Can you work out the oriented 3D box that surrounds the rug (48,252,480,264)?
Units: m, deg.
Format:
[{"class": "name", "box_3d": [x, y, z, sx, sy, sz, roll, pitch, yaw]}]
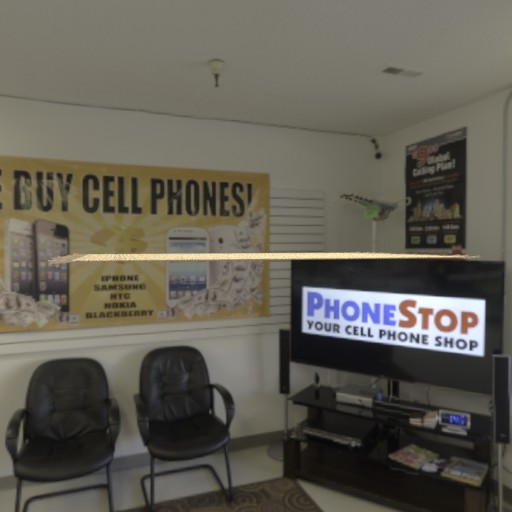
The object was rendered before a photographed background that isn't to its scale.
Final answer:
[{"class": "rug", "box_3d": [0.000, 0.000, 3.136, 2.523, 0.034, 1.528, 0, 1, -18]}]
